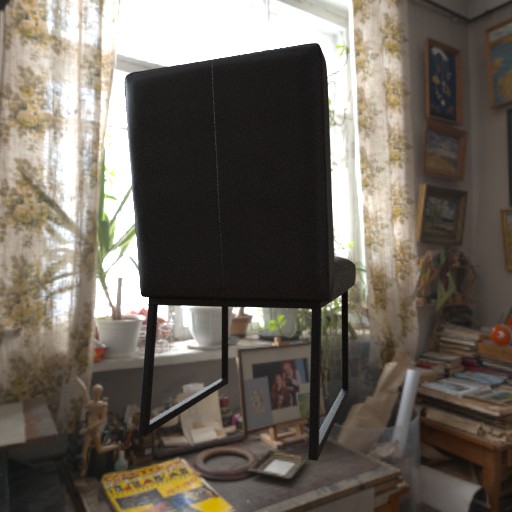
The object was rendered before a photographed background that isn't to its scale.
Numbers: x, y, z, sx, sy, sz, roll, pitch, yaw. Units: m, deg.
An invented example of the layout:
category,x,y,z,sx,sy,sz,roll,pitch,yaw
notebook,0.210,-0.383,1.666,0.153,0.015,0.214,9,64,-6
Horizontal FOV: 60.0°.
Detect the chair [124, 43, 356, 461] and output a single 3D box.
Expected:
category,x,y,z,sx,sy,sz,roll,pitch,yaw
chair,0.000,0.000,1.315,0.520,0.930,0.634,-1,-2,19
